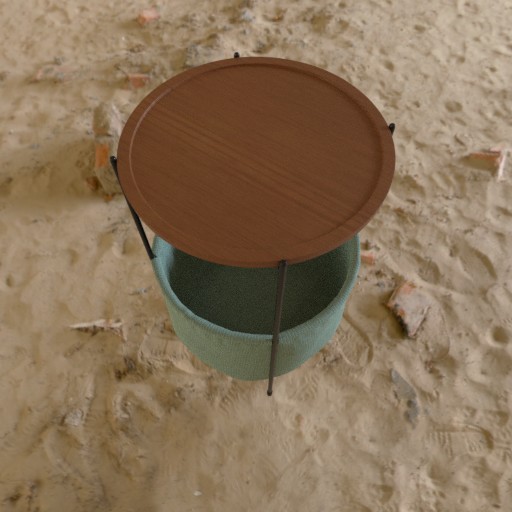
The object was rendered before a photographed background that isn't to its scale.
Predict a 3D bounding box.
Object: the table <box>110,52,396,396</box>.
[{"bbox_3d":[0.000,0.000,0.884,0.400,0.623,0.400,32,64,17],"label":"table"}]
